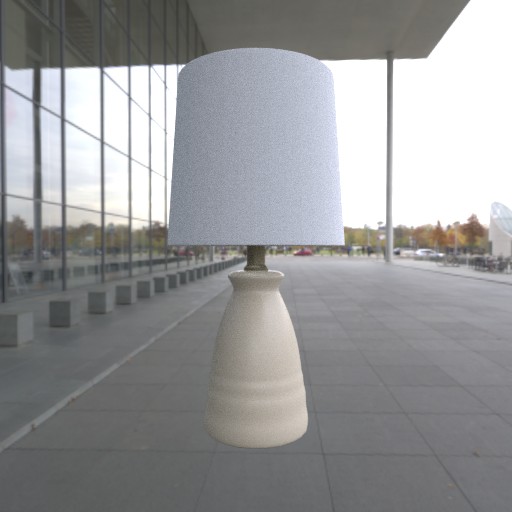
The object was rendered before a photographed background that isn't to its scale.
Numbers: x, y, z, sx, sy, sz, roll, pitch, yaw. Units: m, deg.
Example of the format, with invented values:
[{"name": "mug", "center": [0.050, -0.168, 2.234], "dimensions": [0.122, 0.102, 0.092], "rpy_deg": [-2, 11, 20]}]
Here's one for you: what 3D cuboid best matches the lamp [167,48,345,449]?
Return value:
[{"name": "lamp", "center": [0.000, 0.000, 0.475], "dimensions": [0.186, 0.369, 0.186], "rpy_deg": [0, 1, 0]}]
